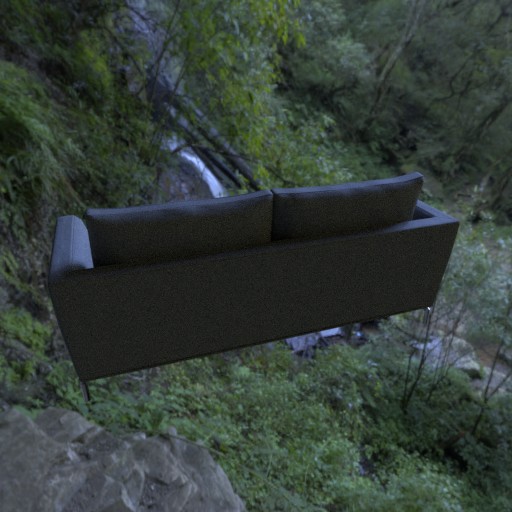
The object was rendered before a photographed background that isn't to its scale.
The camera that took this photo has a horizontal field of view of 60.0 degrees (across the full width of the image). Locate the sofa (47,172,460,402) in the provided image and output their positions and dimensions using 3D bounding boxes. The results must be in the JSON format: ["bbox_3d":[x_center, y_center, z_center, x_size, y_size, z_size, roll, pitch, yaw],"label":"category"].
[{"bbox_3d":[0.000,0.000,2.696,2.212,1.002,0.869,-9,28,-17],"label":"sofa"}]
